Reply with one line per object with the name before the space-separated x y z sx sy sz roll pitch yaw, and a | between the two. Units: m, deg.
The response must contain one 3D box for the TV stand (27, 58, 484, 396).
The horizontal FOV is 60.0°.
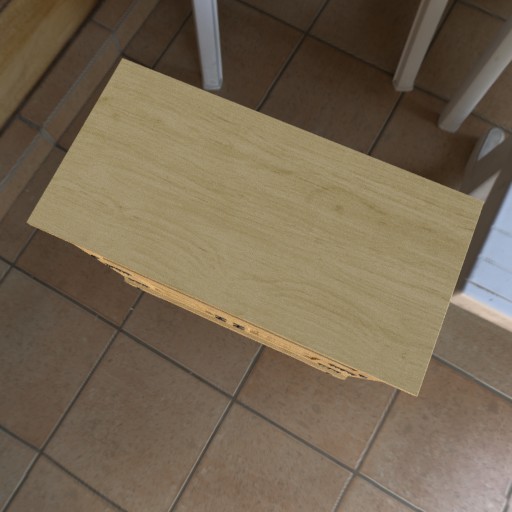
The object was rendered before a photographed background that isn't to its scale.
TV stand | 0.000 0.000 1.302 0.851 0.787 0.430 23 78 5
